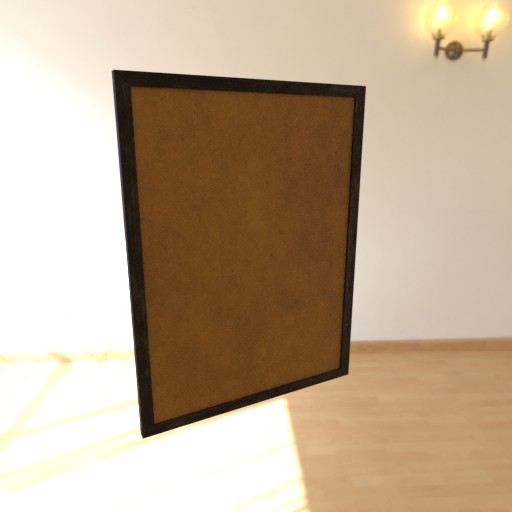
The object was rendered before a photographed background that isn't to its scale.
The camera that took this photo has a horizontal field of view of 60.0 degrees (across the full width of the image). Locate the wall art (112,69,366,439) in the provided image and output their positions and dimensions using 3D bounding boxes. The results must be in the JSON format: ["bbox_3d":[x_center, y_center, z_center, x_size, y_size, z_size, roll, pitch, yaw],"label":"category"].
[{"bbox_3d":[0.000,0.000,1.432,0.812,1.066,0.029,-8,17,-27],"label":"wall art"}]
